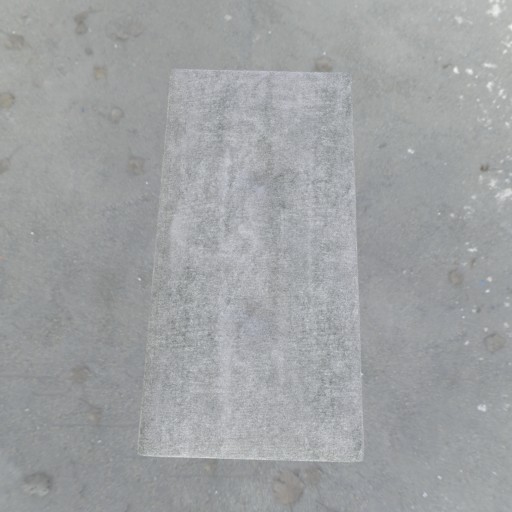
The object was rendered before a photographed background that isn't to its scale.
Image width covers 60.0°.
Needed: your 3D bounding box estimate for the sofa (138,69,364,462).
[{"bbox_3d":[0.000,0.000,1.126,0.480,0.330,0.930,1,75,0],"label":"sofa"}]
